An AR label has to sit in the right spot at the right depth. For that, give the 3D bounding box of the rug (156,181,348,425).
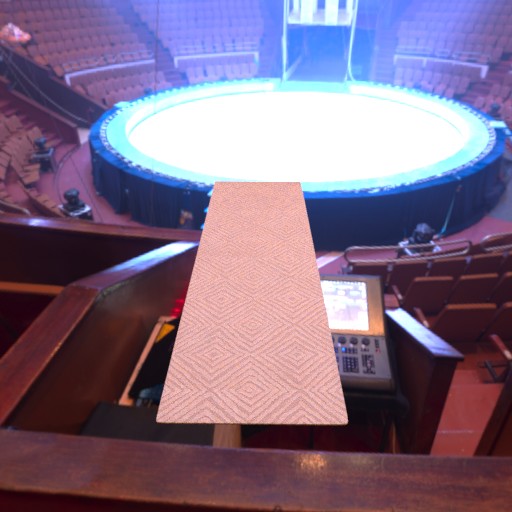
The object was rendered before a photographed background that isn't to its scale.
[{"bbox_3d":[0.000,0.000,2.524,0.676,0.008,2.277,0,31,1],"label":"rug"}]
